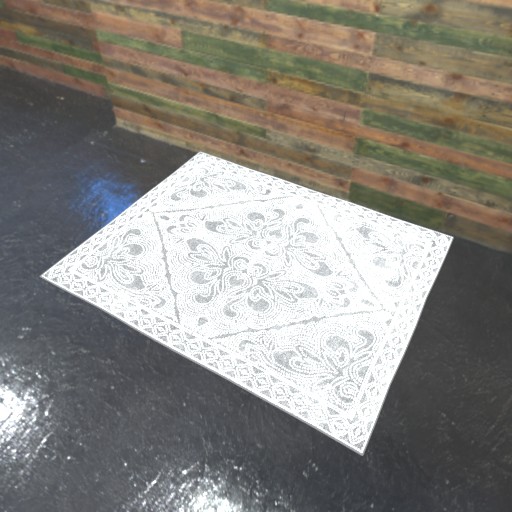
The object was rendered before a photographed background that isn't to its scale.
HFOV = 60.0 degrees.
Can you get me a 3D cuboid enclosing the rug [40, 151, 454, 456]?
[{"bbox_3d":[0.000,0.000,4.109,3.048,0.012,2.438,23,49,22],"label":"rug"}]
